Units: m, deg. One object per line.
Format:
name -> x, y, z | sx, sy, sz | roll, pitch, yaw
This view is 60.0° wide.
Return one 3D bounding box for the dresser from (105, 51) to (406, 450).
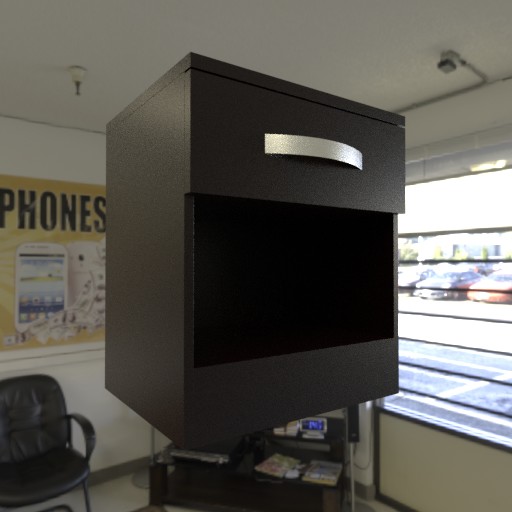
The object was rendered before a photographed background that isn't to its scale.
dresser -> 0.000, 0.000, 0.754 | 0.400, 0.470, 0.360 | 1, -1, -35
